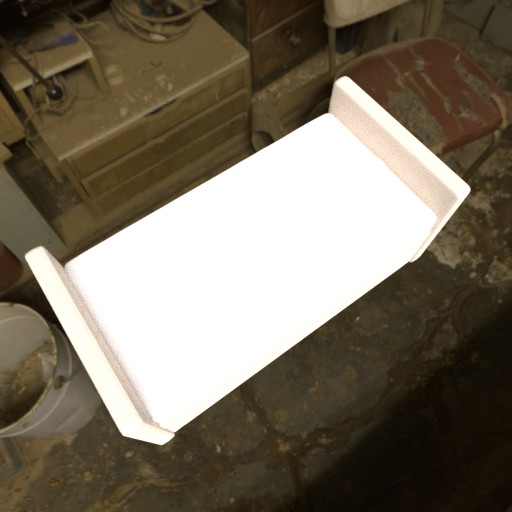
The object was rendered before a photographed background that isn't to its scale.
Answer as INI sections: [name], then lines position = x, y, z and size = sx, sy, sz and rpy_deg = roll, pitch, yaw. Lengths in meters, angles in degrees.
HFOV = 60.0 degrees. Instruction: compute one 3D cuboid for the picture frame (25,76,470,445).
[picture frame]
position = 0.000, 0.000, 2.733
size = 2.161, 0.891, 1.069
rpy_deg = -33, 69, -15
